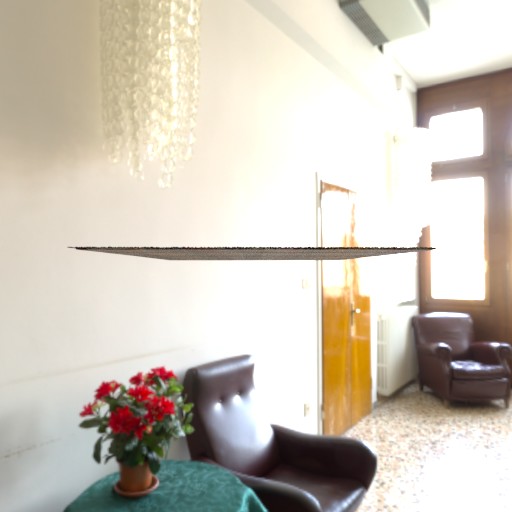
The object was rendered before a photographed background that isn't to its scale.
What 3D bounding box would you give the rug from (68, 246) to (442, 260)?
[{"bbox_3d":[0.000,0.000,2.309,1.217,0.012,1.848,0,-2,0],"label":"rug"}]
